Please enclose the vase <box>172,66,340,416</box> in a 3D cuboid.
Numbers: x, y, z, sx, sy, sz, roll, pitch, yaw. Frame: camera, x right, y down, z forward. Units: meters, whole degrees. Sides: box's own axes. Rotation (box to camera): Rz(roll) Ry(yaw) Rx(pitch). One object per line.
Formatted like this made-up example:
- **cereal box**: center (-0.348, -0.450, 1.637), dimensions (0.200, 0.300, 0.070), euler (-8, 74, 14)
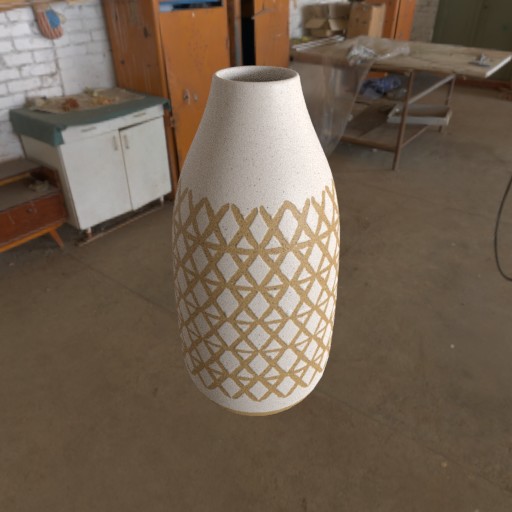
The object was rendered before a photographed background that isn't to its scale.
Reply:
- **vase**: center (0.000, 0.000, 0.490), dimensions (0.186, 0.380, 0.186), euler (0, 33, 0)
